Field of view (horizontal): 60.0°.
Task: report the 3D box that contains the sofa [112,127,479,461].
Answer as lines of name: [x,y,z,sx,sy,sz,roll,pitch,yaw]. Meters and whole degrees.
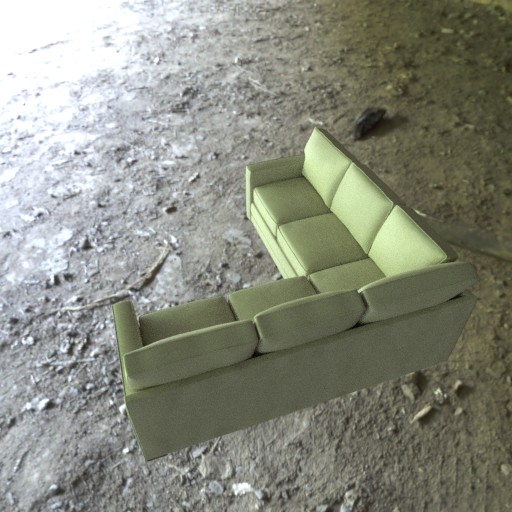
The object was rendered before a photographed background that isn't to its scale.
sofa: [0.000,0.000,3.417,2.189,0.939,2.182,-13,43,-14]
